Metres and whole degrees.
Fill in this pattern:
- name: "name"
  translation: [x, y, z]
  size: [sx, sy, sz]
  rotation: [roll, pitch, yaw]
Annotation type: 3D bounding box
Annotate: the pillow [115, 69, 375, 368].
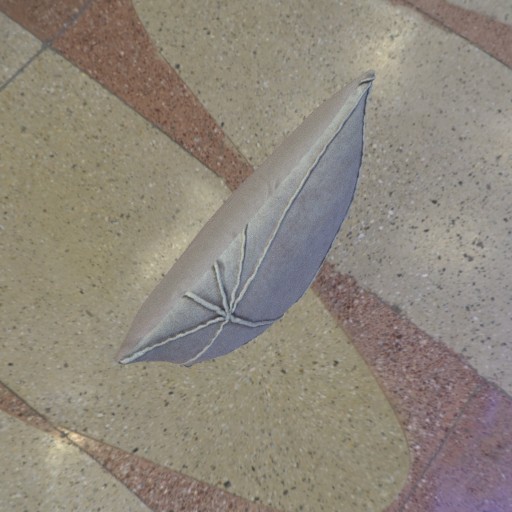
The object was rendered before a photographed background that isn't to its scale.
- name: "pillow"
  translation: [0.000, 0.000, 0.676]
  size: [0.185, 0.440, 0.439]
  rotation: [39, 79, 9]
